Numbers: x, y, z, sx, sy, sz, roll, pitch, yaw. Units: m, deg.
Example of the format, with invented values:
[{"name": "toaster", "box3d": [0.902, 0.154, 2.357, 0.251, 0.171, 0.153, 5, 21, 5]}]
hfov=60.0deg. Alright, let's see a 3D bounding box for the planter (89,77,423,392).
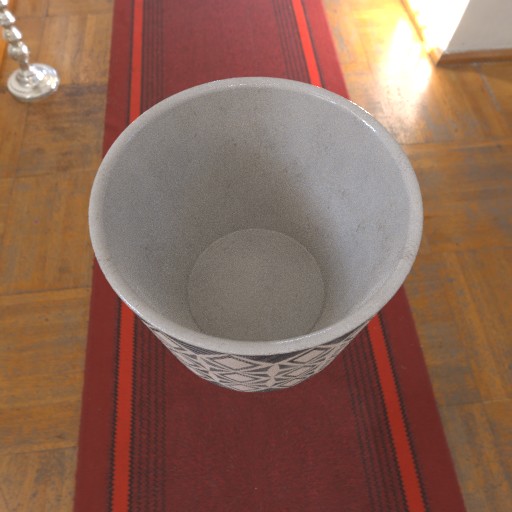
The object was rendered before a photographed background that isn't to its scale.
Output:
[{"name": "planter", "box3d": [0.000, 0.000, 0.446, 0.260, 0.220, 0.260, 0, 62, 0]}]
